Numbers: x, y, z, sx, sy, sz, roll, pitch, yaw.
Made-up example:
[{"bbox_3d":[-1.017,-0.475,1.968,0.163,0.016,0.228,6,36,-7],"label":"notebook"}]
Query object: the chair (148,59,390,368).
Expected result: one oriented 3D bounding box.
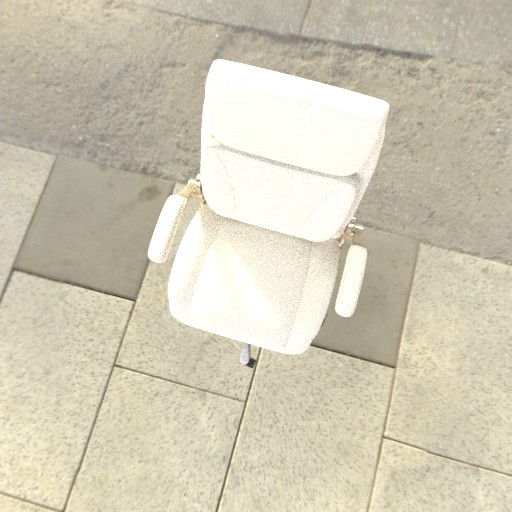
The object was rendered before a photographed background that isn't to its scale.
[{"bbox_3d":[0.000,0.000,1.628,0.740,1.110,0.794,13,76,3],"label":"chair"}]
